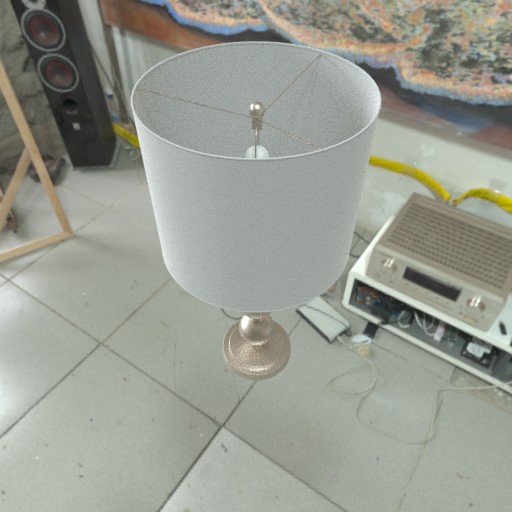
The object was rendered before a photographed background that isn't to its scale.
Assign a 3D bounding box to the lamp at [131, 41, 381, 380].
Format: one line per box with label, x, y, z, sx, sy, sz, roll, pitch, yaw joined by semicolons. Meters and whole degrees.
lamp;0.000;0.000;0.688;0.277;0.538;0.277;3;46;3
